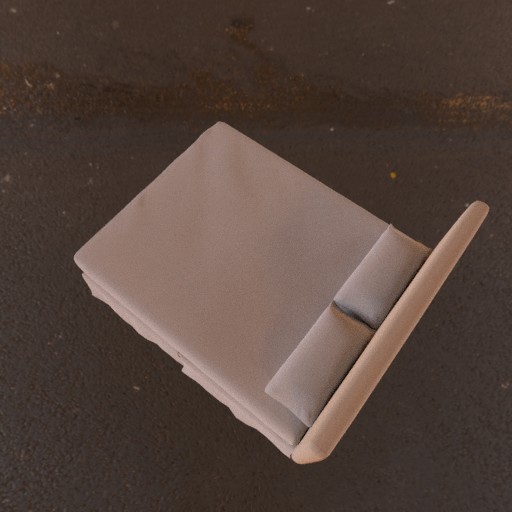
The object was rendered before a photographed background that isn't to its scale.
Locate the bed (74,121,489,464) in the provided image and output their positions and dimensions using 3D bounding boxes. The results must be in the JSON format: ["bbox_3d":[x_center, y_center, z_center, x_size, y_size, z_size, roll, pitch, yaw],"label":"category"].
[{"bbox_3d":[0.000,0.000,3.098,2.142,1.330,1.748,35,69,16],"label":"bed"}]
